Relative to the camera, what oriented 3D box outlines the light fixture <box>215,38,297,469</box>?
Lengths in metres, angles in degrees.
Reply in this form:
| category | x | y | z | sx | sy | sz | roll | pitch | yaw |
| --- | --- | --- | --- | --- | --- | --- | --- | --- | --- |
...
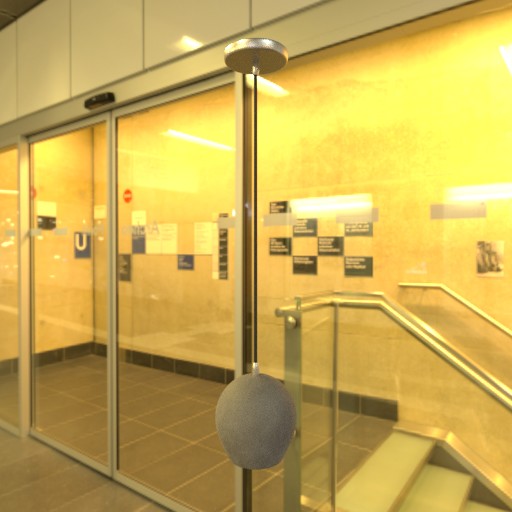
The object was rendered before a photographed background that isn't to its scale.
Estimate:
| category | x | y | z | sx | sy | sz | roll | pitch | yaw |
| --- | --- | --- | --- | --- | --- | --- | --- | --- | --- |
| light fixture | 0.000 | 0.000 | 0.833 | 0.153 | 0.760 | 0.153 | 0 | 1 | 18 |
